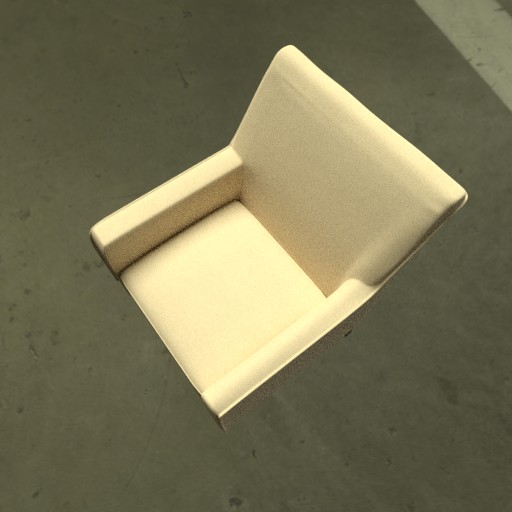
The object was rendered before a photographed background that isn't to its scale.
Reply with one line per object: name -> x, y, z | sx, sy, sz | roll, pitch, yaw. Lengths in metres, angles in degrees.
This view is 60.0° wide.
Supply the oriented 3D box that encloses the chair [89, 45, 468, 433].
chair -> 0.000, 0.000, 1.602 | 0.899, 0.919, 0.780 | -34, 68, -16
